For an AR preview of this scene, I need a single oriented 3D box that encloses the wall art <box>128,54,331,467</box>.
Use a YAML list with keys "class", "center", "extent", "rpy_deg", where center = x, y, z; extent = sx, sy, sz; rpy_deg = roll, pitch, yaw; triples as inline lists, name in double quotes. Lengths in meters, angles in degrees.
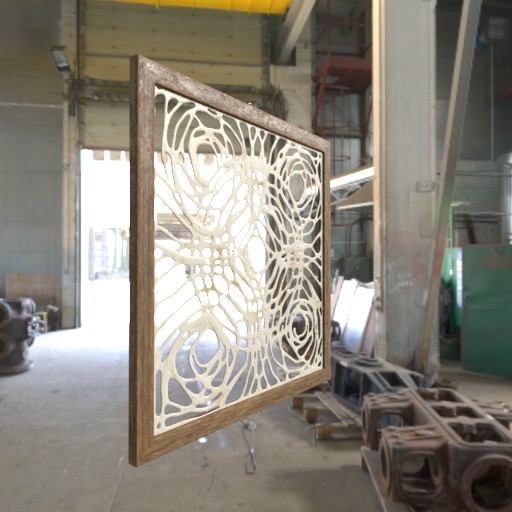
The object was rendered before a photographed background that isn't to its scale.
- class: "wall art"
  center: [0.000, 0.000, 0.830]
  extent: [0.021, 0.576, 0.561]
  rpy_deg: [0, -1, 37]
